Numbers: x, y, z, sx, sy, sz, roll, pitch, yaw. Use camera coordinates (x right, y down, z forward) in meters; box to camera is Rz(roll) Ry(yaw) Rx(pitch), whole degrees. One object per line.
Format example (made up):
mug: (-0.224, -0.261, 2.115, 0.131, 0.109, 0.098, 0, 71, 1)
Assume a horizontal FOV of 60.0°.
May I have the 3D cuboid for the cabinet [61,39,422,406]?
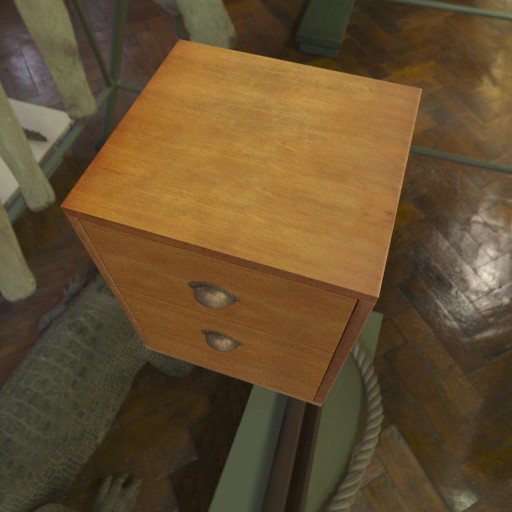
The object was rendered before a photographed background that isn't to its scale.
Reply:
cabinet: (0.000, 0.000, 0.866, 0.409, 0.579, 0.401, 16, 60, 10)
